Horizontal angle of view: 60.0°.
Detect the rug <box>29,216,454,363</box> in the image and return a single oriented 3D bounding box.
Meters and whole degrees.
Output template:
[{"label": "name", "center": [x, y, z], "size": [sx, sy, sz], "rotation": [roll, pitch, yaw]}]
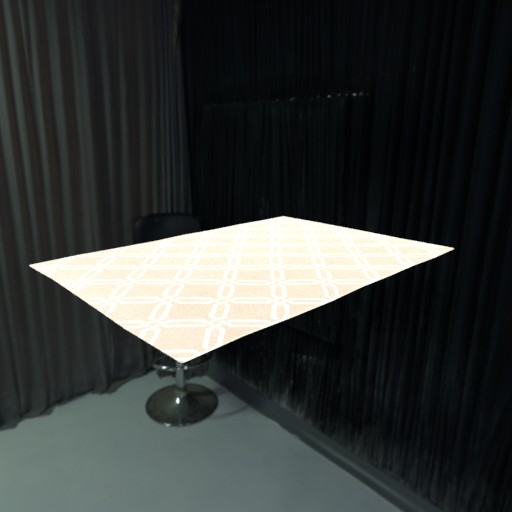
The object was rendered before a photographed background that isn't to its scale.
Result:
[{"label": "rug", "center": [0.000, 0.000, 2.692], "size": [2.135, 0.013, 1.524], "rotation": [-15, 22, -42]}]
